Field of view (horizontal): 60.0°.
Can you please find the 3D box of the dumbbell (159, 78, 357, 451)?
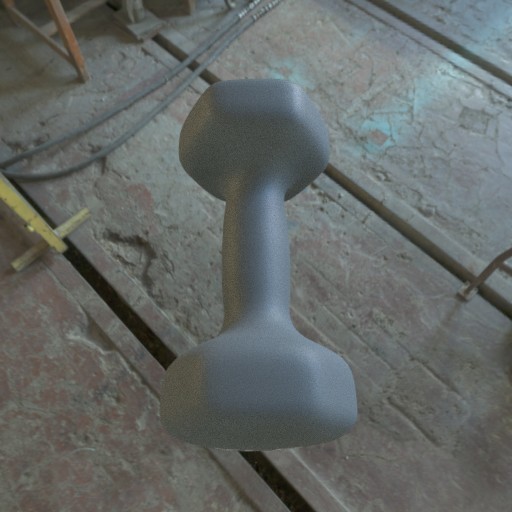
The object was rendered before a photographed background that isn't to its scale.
[{"bbox_3d":[0.000,0.000,0.229,0.090,0.081,0.184,0,65,0],"label":"dumbbell"}]
